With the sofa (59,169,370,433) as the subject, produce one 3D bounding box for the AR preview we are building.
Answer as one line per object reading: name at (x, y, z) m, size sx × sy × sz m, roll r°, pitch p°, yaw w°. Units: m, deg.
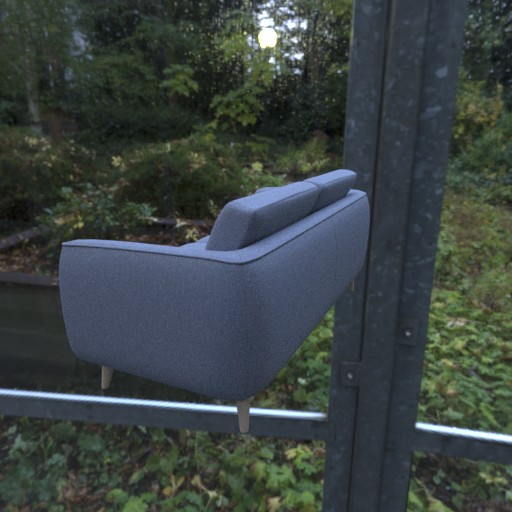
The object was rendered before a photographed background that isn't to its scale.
sofa at (0.000, 0.000, 2.532) m, size 0.920 × 0.870 × 2.000 m, roll 7°, pitch 17°, yaw 24°
